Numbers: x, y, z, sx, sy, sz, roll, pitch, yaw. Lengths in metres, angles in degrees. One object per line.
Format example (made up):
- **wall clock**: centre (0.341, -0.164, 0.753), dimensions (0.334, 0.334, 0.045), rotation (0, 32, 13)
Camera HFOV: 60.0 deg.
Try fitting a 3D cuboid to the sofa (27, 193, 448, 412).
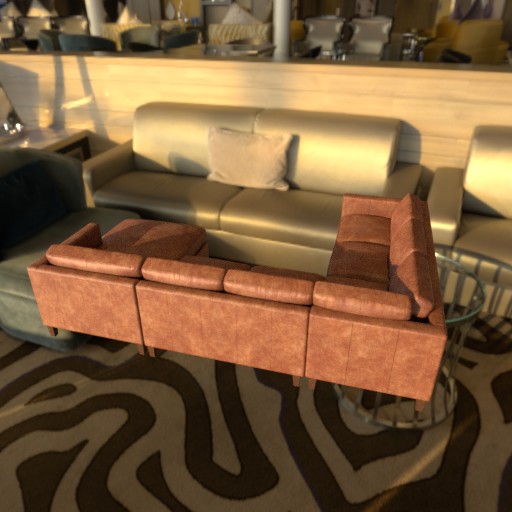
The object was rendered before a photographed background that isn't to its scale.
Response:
- **sofa**: centre (0.000, 0.000, 4.486), dimensions (3.324, 0.888, 2.452), rotation (8, 30, 14)
